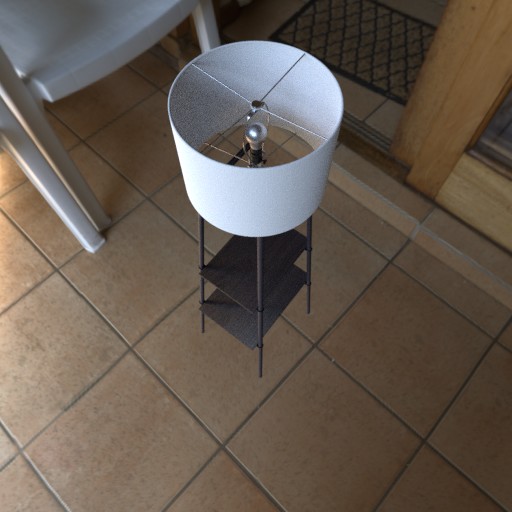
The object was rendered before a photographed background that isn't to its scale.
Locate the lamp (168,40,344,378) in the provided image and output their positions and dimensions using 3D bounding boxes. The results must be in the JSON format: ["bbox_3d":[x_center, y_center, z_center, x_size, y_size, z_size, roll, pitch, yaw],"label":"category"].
[{"bbox_3d":[0.000,0.000,1.603,0.384,1.474,0.427,34,68,16],"label":"lamp"}]
